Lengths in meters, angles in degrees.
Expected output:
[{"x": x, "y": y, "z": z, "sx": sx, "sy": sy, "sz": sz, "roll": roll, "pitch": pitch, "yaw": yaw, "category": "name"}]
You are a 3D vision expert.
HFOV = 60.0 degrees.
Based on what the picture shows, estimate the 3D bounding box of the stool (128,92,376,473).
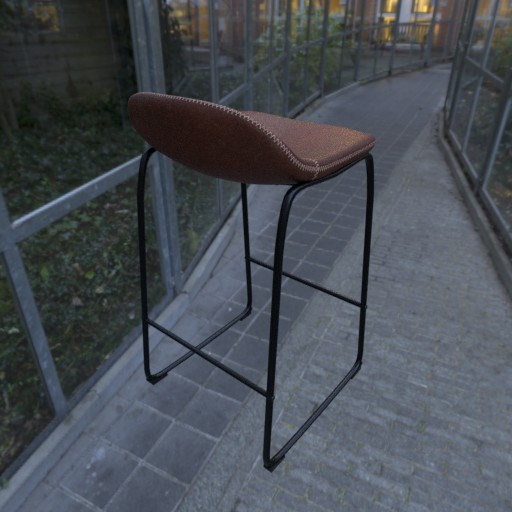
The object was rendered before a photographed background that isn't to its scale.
[{"x": 0.000, "y": 0.000, "z": 1.115, "sx": 0.454, "sy": 0.830, "sz": 0.473, "roll": 22, "pitch": 37, "yaw": 33, "category": "stool"}]
